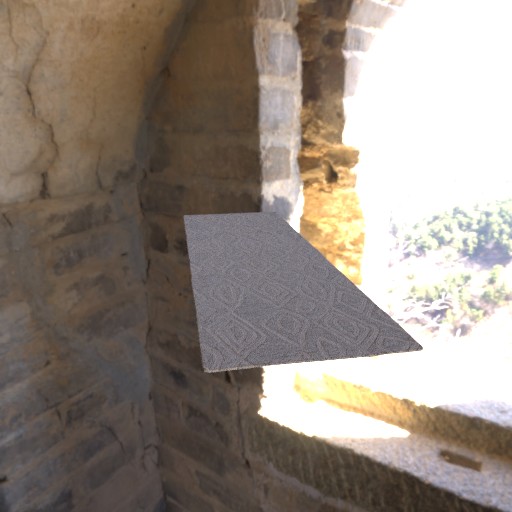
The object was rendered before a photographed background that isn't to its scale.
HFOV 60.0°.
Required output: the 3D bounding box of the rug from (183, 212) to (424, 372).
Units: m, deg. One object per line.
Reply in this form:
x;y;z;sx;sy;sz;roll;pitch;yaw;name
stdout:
0.000;0.000;2.664;0.807;0.013;2.436;-3;18;-10;rug
